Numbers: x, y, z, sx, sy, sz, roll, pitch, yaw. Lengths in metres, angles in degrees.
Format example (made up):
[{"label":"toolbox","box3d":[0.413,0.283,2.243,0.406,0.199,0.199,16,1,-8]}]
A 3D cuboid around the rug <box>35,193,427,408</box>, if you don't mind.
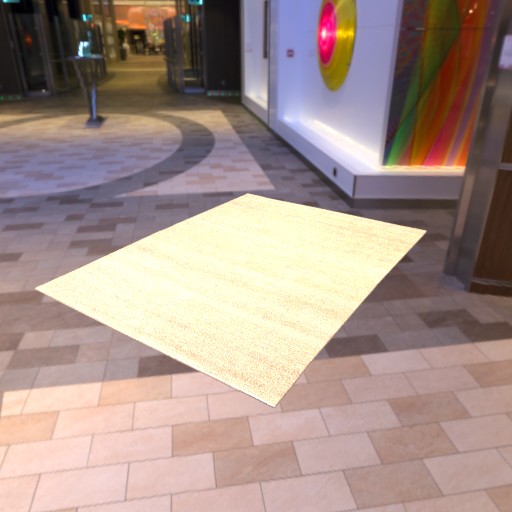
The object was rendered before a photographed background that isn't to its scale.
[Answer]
[{"label":"rug","box3d":[0.000,0.000,4.421,2.467,0.046,3.245,17,30,30]}]
